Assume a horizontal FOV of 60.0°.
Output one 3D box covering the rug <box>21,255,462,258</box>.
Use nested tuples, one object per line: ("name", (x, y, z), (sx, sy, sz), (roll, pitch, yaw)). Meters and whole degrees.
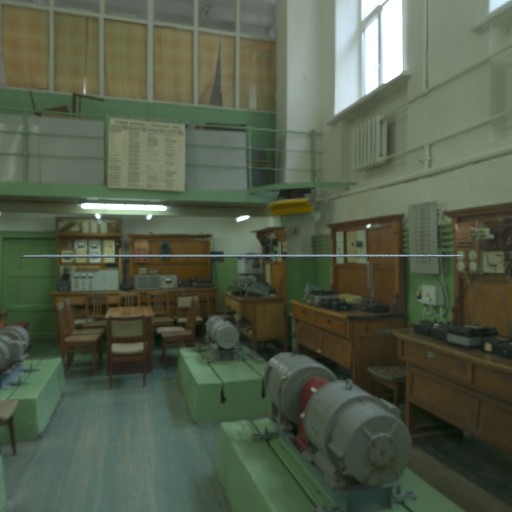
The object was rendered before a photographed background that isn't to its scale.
("rug", (0.000, 0.000, 2.431), (2.196, 0.011, 0.662), (0, 0, -18))
